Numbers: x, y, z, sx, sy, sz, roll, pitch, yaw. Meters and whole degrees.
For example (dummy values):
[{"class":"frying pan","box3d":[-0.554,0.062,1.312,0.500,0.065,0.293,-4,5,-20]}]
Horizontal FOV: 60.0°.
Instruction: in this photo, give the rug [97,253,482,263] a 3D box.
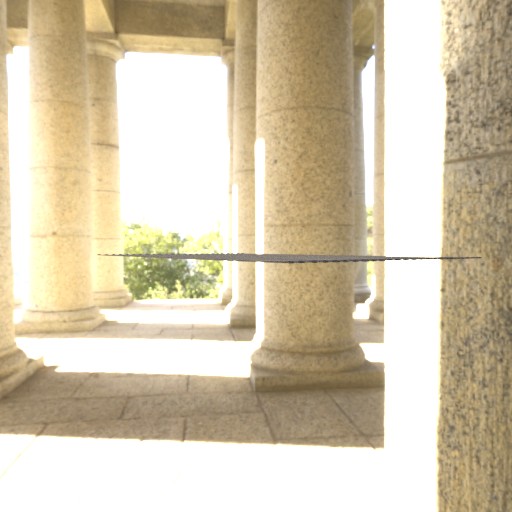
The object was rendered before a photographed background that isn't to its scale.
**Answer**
[{"class":"rug","box3d":[0.000,0.000,2.642,1.248,0.009,2.108,-1,1,-36]}]
